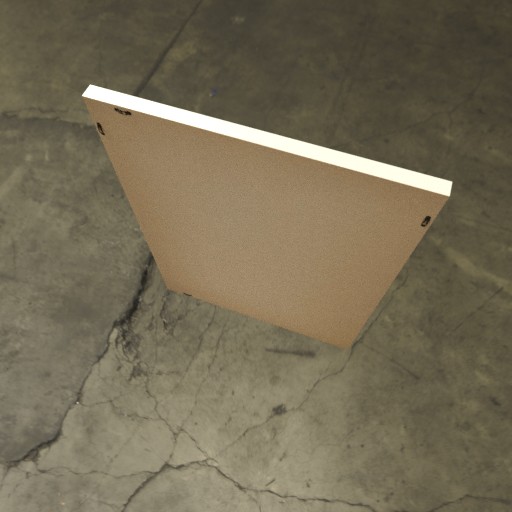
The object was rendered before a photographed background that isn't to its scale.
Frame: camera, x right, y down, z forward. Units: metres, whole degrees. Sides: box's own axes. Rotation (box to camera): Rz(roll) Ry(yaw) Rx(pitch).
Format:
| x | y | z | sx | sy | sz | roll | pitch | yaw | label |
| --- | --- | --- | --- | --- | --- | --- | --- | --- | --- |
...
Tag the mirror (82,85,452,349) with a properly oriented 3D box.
| x | y | z | sx | sy | sz | roll | pitch | yaw | label |
| --- | --- | --- | --- | --- | --- | --- | --- | --- | --- |
| 0.000 | 0.000 | 1.325 | 0.762 | 1.016 | 0.040 | 17 | 64 | 9 | mirror |
